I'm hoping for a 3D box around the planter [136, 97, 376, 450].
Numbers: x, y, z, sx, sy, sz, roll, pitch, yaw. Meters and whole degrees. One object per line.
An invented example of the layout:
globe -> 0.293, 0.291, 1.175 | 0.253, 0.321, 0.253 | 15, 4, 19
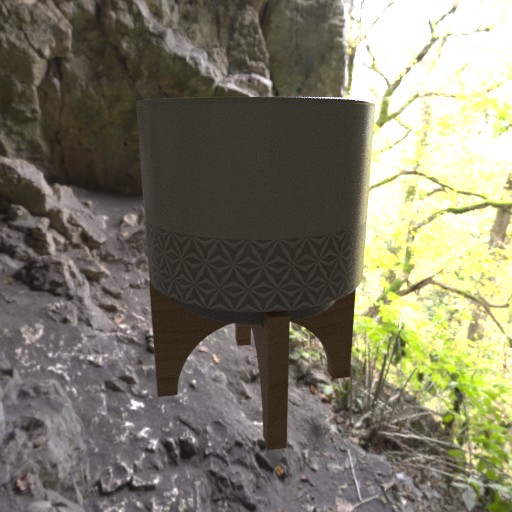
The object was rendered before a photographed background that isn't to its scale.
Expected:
planter -> 0.000, 0.000, 0.397 | 0.188, 0.260, 0.188 | 0, 17, 0
